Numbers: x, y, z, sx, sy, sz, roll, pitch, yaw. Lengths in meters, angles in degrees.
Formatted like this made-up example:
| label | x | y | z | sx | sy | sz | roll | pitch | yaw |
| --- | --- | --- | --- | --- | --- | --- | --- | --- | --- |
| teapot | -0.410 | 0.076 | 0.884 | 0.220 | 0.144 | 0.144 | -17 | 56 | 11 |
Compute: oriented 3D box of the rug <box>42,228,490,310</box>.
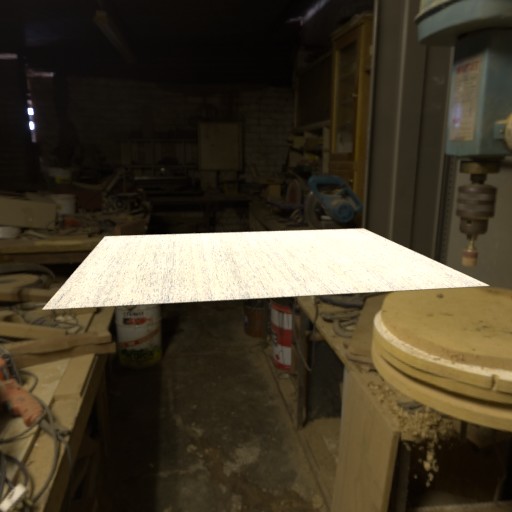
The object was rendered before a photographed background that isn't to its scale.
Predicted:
| label | x | y | z | sx | sy | sz | roll | pitch | yaw |
| --- | --- | --- | --- | --- | --- | --- | --- | --- | --- |
| rug | 0.000 | 0.000 | 4.282 | 3.197 | 0.006 | 2.438 | -2 | 14 | -9 |
